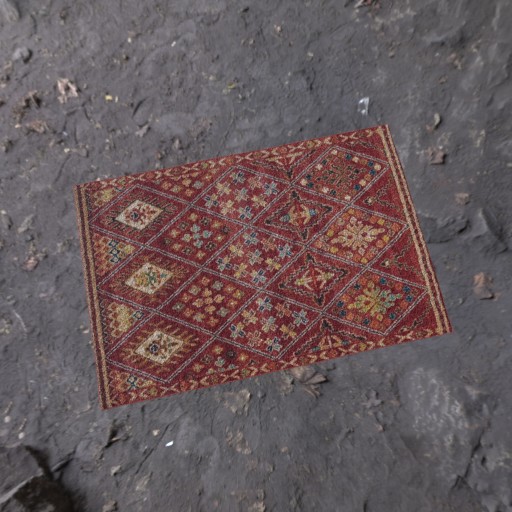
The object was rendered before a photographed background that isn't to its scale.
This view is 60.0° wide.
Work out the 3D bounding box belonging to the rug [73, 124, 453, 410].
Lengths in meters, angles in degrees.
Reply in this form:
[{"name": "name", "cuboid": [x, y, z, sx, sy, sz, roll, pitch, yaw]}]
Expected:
[{"name": "rug", "cuboid": [0.000, 0.000, 2.966, 2.286, 0.026, 1.521, -12, 77, -3]}]
